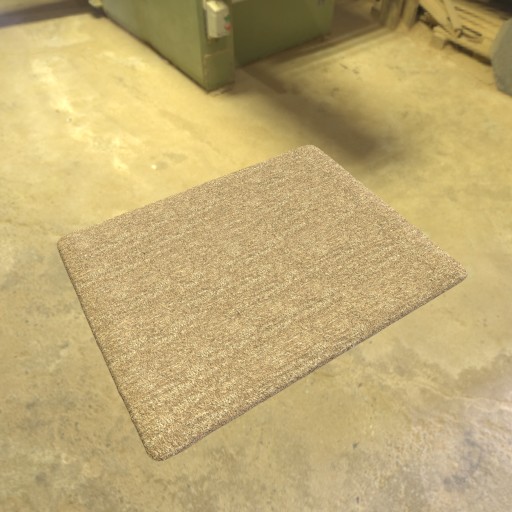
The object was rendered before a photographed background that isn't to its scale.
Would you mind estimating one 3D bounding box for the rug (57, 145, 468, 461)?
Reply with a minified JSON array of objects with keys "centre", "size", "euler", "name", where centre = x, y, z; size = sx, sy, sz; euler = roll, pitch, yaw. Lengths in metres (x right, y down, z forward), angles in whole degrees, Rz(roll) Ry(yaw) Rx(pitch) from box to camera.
[{"centre":[0.000,0.000,3.796],"size":[2.873,0.050,2.242],"euler":[-25,53,-21],"name":"rug"}]
